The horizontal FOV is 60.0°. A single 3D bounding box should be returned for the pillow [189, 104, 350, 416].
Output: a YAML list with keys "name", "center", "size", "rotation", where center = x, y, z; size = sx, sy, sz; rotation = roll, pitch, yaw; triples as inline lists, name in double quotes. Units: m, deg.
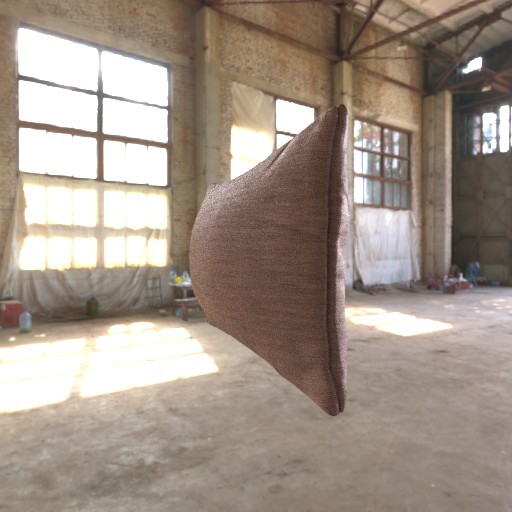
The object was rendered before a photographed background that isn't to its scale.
- name: "pillow"
  center: [0.000, 0.000, 0.775]
  size: [0.210, 0.338, 0.633]
  rotation: [0, 1, -18]
